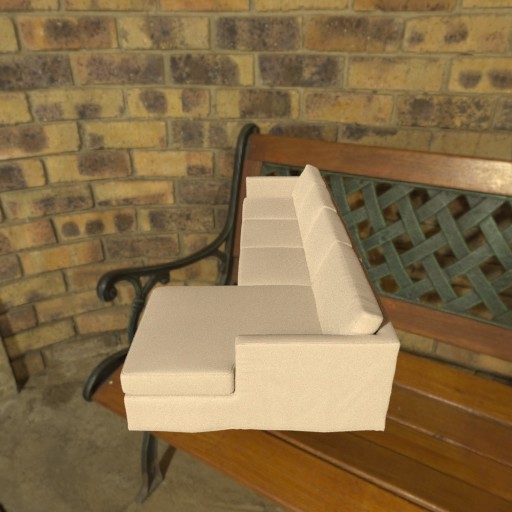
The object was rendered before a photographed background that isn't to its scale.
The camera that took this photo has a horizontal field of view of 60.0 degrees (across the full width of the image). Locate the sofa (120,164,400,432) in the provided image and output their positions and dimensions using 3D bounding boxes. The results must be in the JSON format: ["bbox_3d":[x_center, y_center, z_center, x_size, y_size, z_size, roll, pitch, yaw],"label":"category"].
[{"bbox_3d":[0.000,0.000,3.971,1.622,0.871,3.206,0,27,0],"label":"sofa"}]
